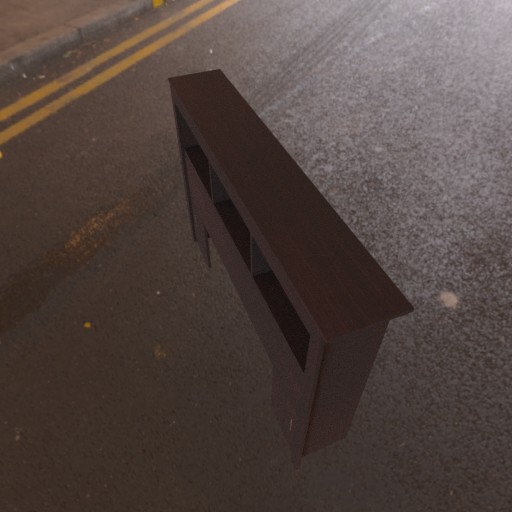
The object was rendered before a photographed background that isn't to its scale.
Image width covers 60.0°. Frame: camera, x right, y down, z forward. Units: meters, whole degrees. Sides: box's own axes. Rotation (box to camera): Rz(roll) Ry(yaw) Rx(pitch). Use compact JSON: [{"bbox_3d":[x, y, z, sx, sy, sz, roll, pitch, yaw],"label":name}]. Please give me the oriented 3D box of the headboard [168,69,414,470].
[{"bbox_3d":[0.000,0.000,2.135,0.279,1.092,1.671,-17,49,-15],"label":"headboard"}]
